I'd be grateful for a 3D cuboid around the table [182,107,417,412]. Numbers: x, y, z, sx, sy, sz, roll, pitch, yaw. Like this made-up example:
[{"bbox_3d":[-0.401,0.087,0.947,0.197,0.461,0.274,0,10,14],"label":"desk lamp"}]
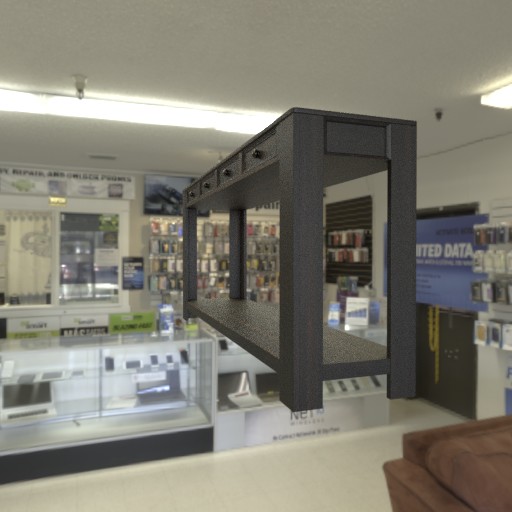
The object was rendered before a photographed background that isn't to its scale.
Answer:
[{"bbox_3d":[0.000,0.000,1.933,0.384,0.762,1.631,0,1,-19],"label":"table"}]
